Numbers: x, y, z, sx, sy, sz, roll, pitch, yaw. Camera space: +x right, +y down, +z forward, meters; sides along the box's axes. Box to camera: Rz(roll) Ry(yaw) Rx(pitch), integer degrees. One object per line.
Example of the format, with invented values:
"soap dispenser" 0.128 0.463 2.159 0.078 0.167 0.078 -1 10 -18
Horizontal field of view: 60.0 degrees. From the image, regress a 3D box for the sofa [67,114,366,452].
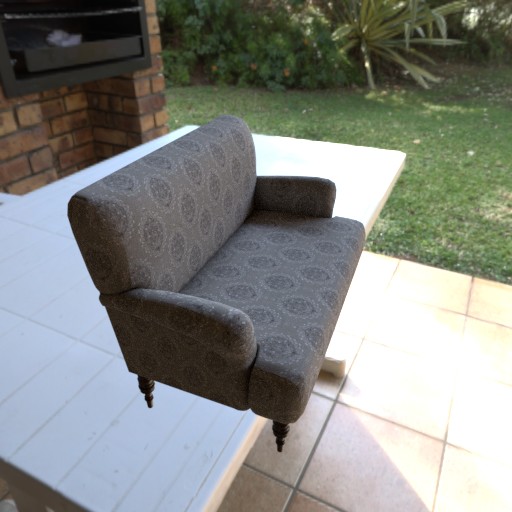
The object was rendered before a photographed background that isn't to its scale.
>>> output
"sofa" 0.000 0.000 1.882 0.779 0.889 1.297 11 33 18
